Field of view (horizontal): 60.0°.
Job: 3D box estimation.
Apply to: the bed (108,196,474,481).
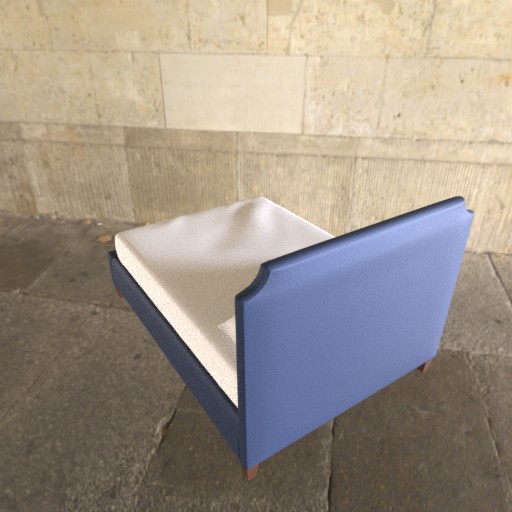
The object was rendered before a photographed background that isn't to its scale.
[{"bbox_3d":[0.000,0.000,3.440,1.712,1.443,2.372,-18,35,-29],"label":"bed"}]
